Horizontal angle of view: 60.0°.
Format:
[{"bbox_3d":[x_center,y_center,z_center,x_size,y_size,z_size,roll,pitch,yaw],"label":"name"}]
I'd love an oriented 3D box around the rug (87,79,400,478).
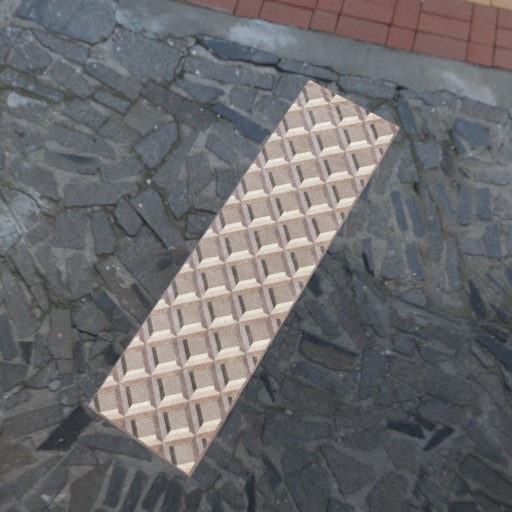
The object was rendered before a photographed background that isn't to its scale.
[{"bbox_3d":[0.000,0.000,2.646,0.685,0.013,2.437,31,78,8],"label":"rug"}]
